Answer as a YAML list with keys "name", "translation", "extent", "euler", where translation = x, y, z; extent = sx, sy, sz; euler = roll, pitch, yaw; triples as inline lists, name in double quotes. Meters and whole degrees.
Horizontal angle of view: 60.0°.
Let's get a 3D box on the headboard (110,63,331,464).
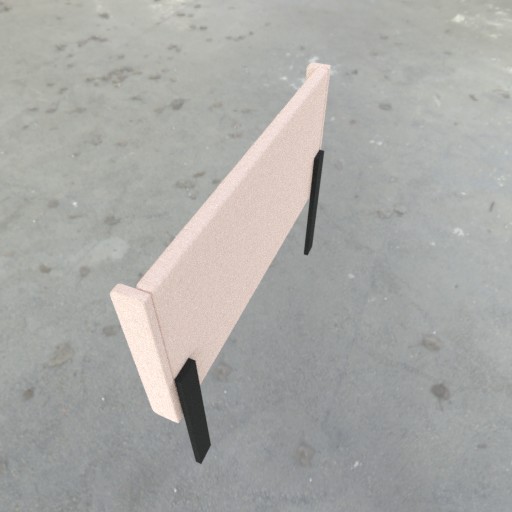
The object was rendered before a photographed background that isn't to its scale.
- name: "headboard"
  translation: [0.000, 0.000, 2.659]
  extent: [0.184, 1.524, 2.051]
  euler: [18, 48, 17]
